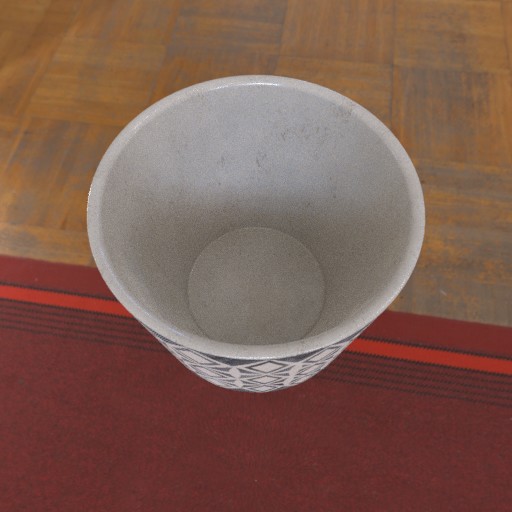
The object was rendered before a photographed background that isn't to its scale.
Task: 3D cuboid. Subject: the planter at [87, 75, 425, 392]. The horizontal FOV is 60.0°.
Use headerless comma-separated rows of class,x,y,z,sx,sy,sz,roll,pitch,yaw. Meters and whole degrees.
planter,0.000,0.000,0.442,0.260,0.220,0.260,0,63,0
